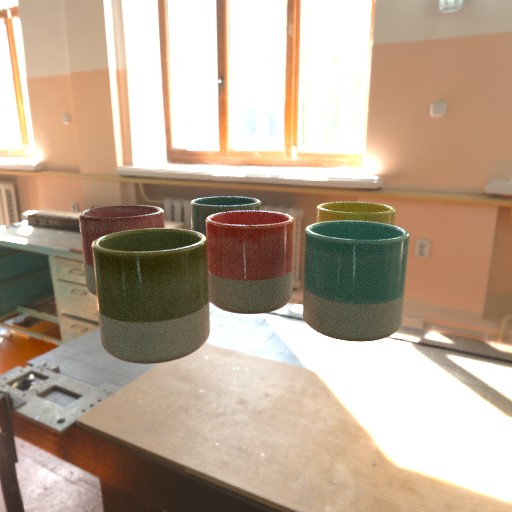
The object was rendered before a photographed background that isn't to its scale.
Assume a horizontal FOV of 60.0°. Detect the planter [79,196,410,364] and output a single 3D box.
[{"bbox_3d":[0.000,0.000,0.399,0.286,0.075,0.257,-7,17,-26],"label":"planter"}]
